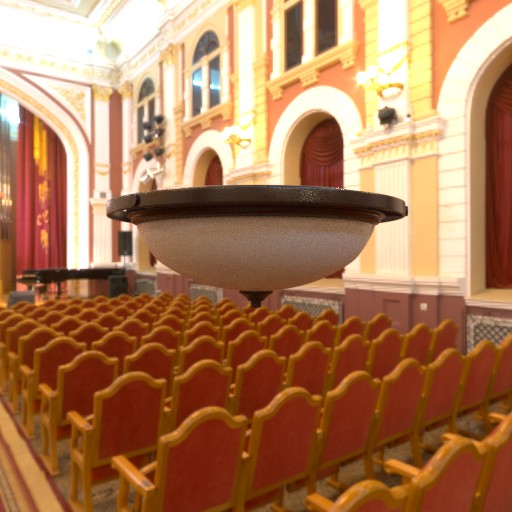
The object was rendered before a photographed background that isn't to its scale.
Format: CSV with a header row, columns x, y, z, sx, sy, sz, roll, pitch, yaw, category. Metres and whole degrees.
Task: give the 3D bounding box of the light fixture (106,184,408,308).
x,y,z,sx,sy,sz,roll,pitch,yaw,category
0.000,0.000,0.564,0.361,0.130,0.361,0,0,0,light fixture
